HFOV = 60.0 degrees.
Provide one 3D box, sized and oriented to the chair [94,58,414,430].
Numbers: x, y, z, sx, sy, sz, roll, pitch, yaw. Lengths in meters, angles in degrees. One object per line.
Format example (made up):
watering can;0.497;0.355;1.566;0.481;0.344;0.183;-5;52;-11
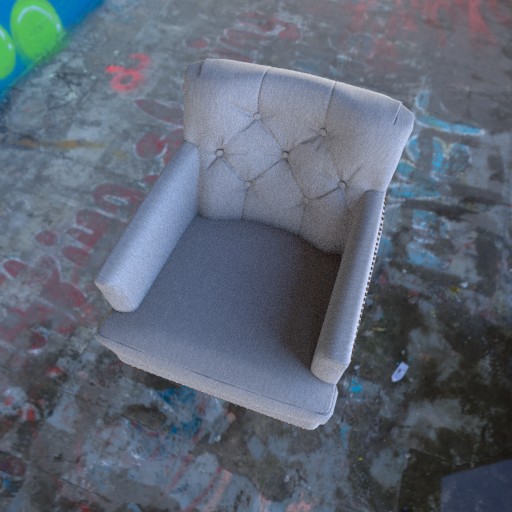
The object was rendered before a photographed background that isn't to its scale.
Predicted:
chair;0.000;0.000;1.478;0.737;0.823;0.902;17;60;10
